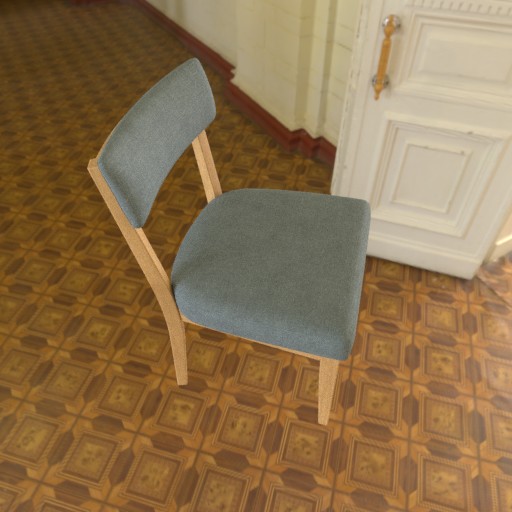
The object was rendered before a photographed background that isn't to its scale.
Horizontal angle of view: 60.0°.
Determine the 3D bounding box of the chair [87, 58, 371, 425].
[{"bbox_3d":[0.000,0.000,1.198,0.572,0.832,0.508,11,47,10],"label":"chair"}]
